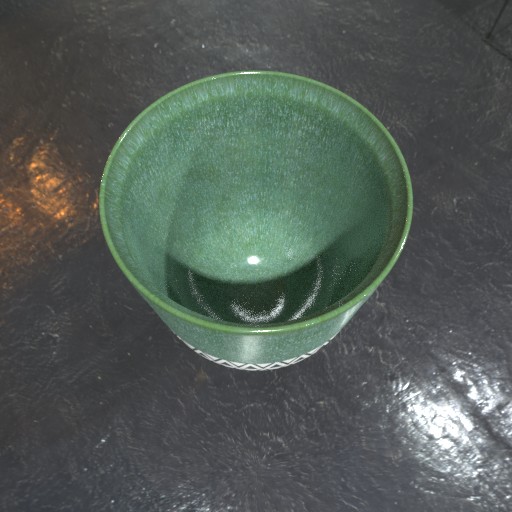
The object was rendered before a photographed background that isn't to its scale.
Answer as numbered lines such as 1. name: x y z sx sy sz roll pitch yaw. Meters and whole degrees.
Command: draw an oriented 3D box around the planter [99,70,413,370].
1. planter: 0.000 0.000 0.373 0.195 0.214 0.195 0 64 0
